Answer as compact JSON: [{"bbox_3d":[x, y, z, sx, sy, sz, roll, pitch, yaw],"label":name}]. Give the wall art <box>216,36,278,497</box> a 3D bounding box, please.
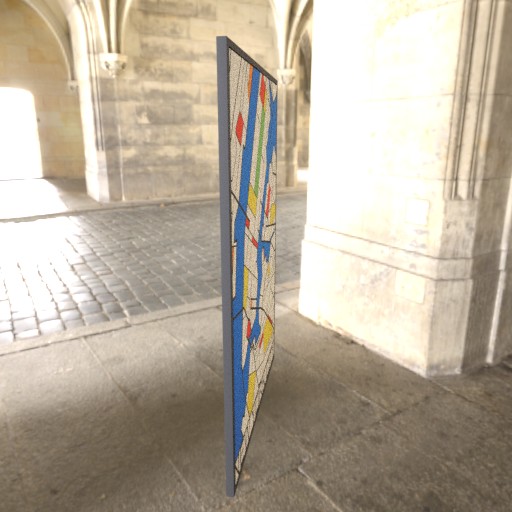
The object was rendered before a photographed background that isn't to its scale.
[{"bbox_3d":[0.000,0.000,0.822,0.013,0.657,0.457,3,16,10],"label":"wall art"}]
